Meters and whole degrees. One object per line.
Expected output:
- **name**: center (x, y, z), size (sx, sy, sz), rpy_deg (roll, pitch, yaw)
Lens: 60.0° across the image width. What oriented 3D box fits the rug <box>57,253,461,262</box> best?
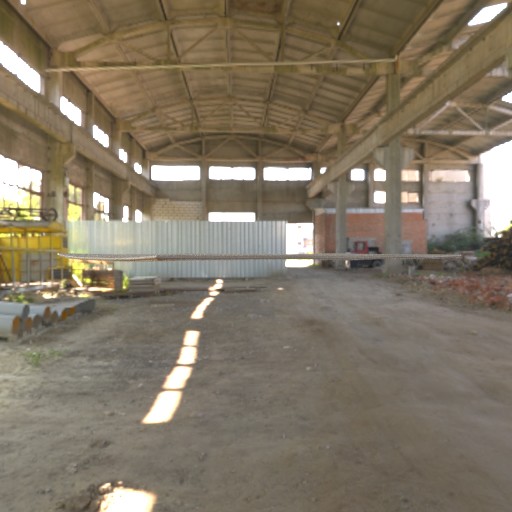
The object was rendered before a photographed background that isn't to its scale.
- **rug**: center (0.000, 0.000, 4.191), size (3.011, 0.054, 2.399), rpy_deg (0, 1, -36)
